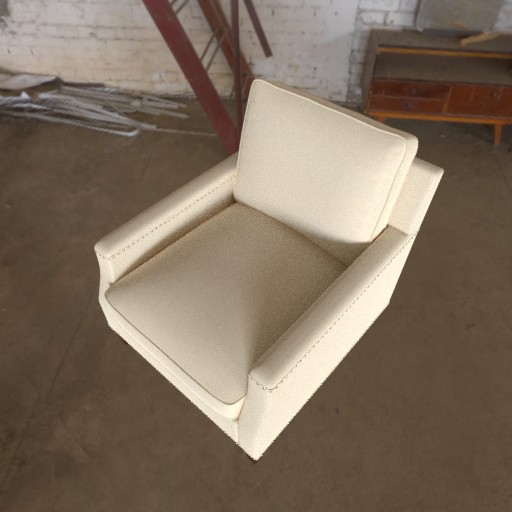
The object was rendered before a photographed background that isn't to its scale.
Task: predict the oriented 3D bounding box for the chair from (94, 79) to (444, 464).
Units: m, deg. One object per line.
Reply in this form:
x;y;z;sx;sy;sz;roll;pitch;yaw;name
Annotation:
0.000;0.000;1.691;0.853;0.943;1.014;33;55;27;chair
